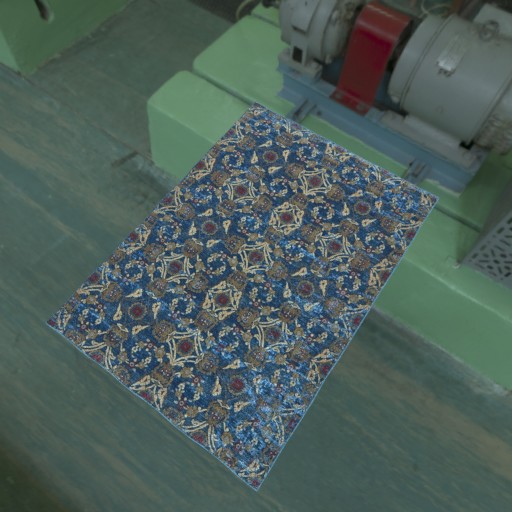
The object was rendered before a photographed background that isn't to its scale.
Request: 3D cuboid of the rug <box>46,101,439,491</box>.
[{"bbox_3d":[0.000,0.000,4.299,2.337,0.013,3.291,32,68,15],"label":"rug"}]
